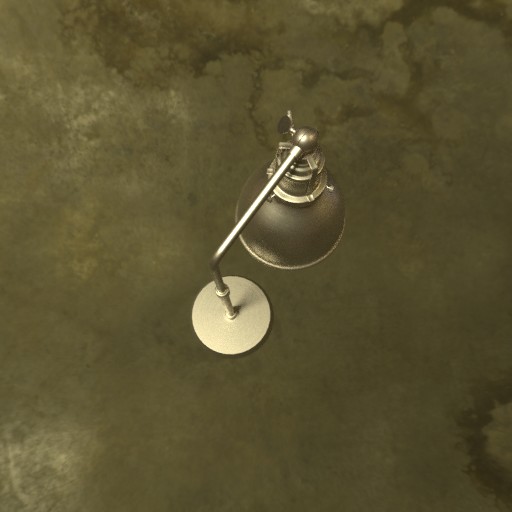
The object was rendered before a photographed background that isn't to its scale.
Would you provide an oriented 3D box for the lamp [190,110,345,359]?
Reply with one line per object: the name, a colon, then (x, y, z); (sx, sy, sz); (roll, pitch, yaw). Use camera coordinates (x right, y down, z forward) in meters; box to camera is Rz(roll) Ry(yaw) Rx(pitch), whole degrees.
lamp: (0.000, 0.000, 0.600); (0.153, 0.456, 0.286); (40, 78, 10)
